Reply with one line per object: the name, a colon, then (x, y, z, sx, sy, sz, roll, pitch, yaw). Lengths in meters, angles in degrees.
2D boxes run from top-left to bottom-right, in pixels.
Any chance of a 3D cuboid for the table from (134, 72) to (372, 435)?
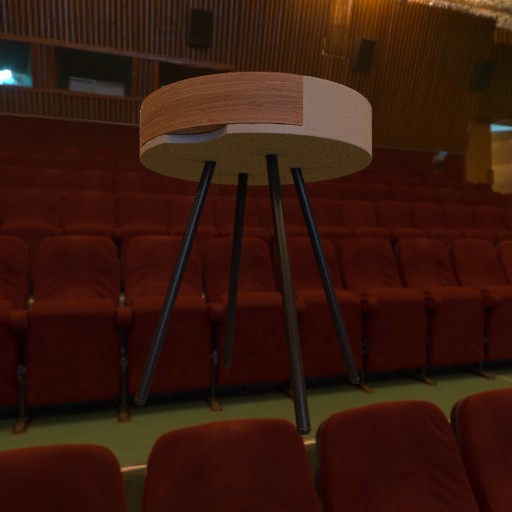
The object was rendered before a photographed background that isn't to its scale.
table: (0.000, 0.000, 0.851, 0.450, 0.525, 0.450, 0, -1, 0)
